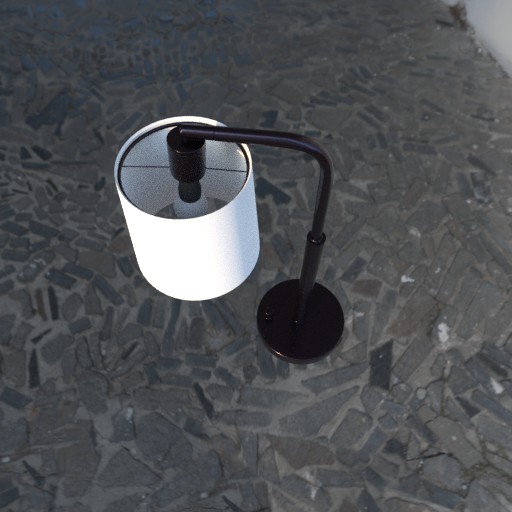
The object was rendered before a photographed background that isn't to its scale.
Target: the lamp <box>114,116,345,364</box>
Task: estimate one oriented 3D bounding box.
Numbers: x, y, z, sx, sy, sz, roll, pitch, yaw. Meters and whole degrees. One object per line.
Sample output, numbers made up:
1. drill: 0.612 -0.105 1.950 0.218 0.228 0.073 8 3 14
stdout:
1. lamp: 0.000 0.000 0.641 0.333 0.489 0.171 2 59 1
